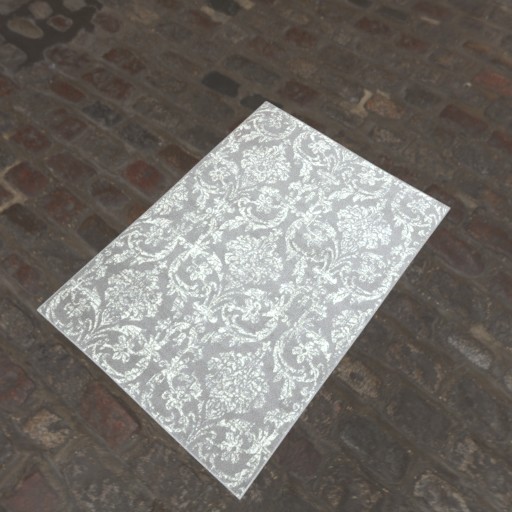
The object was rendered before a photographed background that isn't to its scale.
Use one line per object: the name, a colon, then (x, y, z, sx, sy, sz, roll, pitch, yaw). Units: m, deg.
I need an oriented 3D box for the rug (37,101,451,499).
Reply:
rug: (0.000, 0.000, 2.805, 1.578, 0.014, 2.206, 36, 68, 17)
